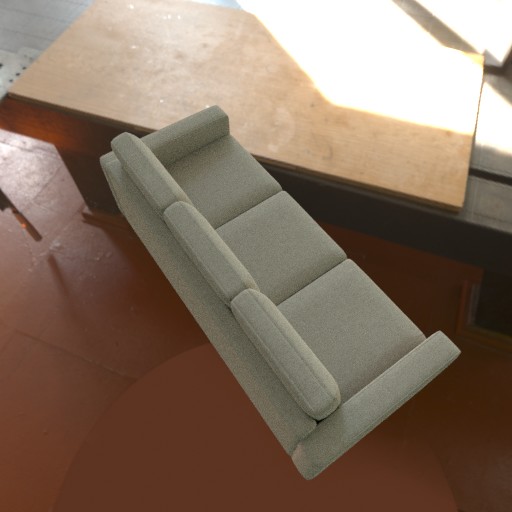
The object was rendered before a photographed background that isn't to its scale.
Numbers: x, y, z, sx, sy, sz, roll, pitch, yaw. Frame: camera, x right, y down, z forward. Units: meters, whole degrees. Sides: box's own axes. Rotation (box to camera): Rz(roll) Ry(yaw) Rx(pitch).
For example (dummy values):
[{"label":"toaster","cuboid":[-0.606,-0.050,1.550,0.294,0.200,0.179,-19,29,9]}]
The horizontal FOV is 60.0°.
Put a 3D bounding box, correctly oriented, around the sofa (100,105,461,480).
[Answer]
[{"label":"sofa","cuboid":[0.000,0.000,2.549,0.900,0.800,2.160,-31,63,-18]}]
